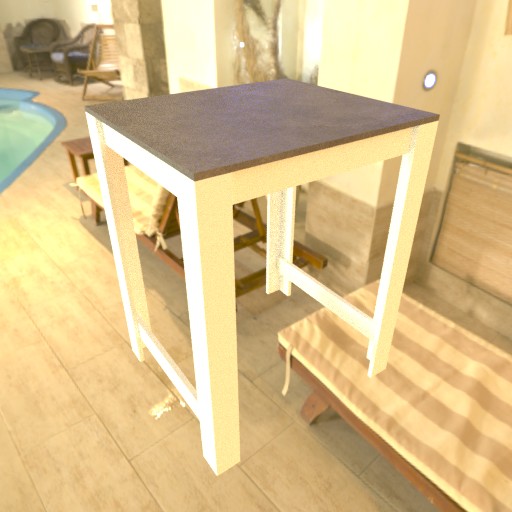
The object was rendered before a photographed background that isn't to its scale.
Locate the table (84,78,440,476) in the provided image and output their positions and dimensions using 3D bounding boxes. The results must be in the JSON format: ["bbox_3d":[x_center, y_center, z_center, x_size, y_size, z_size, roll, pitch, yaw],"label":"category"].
[{"bbox_3d":[0.000,0.000,1.586,0.800,1.020,0.700,-20,37,-30],"label":"table"}]
